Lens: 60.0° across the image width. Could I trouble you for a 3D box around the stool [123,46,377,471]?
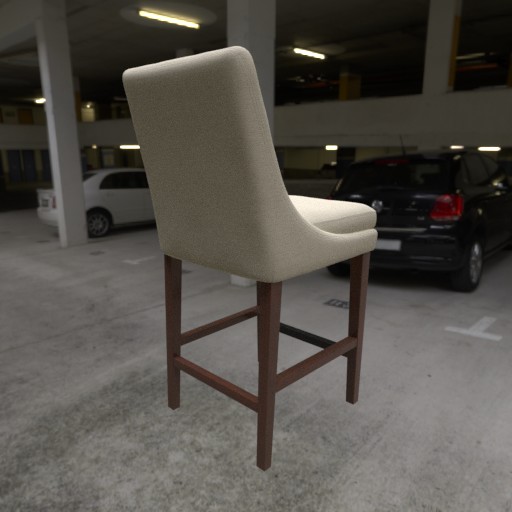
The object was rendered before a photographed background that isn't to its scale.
[{"bbox_3d":[0.000,0.000,1.263,0.470,0.981,0.577,13,19,42],"label":"stool"}]
